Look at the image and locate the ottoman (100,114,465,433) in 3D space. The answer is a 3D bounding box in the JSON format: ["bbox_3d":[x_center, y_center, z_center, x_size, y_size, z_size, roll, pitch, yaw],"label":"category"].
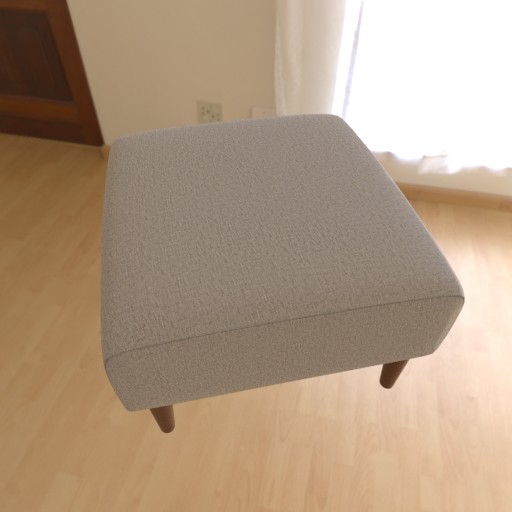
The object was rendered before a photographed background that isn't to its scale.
[{"bbox_3d":[0.000,0.000,1.047,0.648,0.399,0.655,-8,45,-8],"label":"ottoman"}]
